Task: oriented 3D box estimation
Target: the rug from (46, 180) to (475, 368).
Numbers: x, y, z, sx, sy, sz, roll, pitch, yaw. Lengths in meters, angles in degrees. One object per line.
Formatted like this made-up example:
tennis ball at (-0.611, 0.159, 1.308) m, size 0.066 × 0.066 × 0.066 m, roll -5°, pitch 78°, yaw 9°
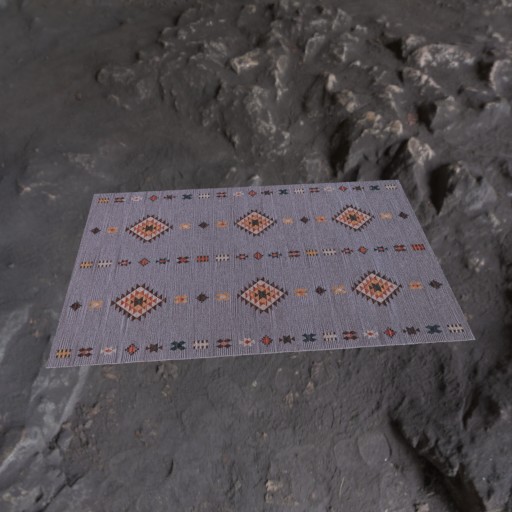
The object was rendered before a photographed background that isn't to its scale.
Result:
rug at (0.000, 0.000, 3.014) m, size 2.427 × 0.007 × 1.515 m, roll -3°, pitch 47°, yaw -3°
